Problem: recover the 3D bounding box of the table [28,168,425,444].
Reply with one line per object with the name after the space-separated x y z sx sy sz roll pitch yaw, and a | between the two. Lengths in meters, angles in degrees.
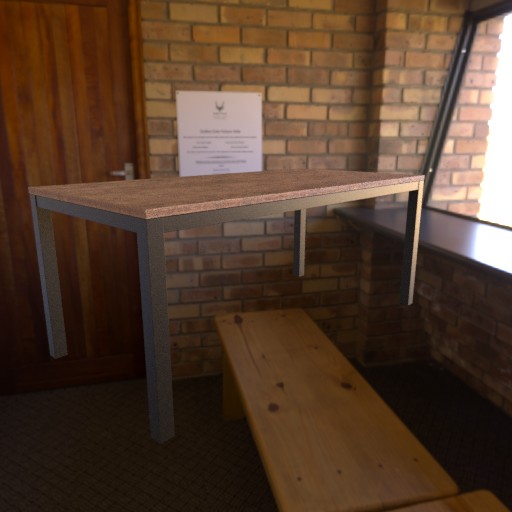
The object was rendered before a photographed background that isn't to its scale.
0.000 0.000 2.268 0.893 0.767 1.805 14 20 43 | table
